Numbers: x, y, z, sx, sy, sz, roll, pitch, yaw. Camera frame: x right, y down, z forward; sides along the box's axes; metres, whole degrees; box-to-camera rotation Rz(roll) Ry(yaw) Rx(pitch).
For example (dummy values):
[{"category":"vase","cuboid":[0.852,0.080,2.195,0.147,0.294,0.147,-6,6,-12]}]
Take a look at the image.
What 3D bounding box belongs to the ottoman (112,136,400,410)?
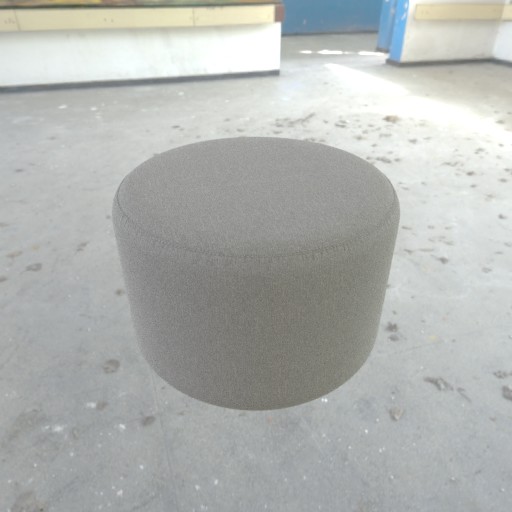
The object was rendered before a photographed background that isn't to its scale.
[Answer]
[{"category":"ottoman","cuboid":[0.000,0.000,1.047,0.608,0.433,0.608,0,33,0]}]
